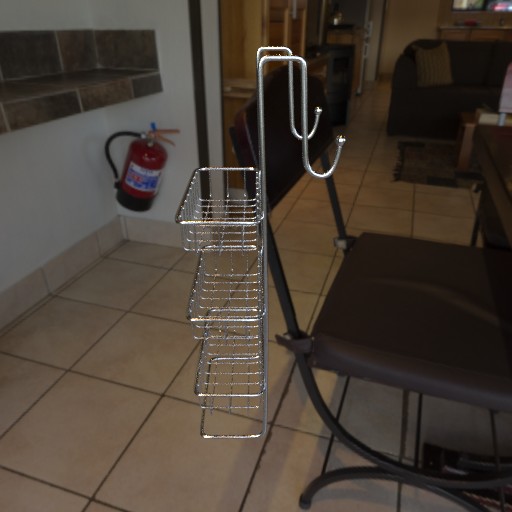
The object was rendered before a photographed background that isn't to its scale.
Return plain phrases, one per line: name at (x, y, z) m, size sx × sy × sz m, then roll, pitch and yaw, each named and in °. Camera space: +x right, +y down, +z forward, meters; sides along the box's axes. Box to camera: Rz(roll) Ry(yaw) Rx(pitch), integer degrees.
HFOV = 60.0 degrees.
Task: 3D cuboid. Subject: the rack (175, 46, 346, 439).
rack at (0.000, 0.000, 0.680) m, size 0.202 × 0.574 × 0.228 m, roll 0°, pitch 28°, yaw 0°
